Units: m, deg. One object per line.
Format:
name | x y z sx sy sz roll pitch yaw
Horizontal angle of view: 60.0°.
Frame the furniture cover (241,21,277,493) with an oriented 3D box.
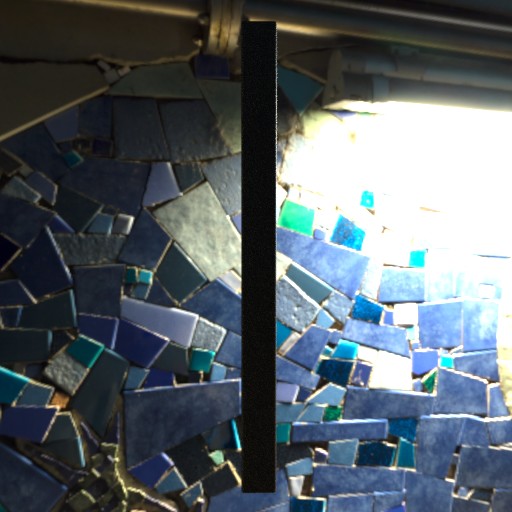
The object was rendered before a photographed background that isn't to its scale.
furniture cover | 0.000 0.000 0.370 0.023 0.281 0.216 0 1 -1
